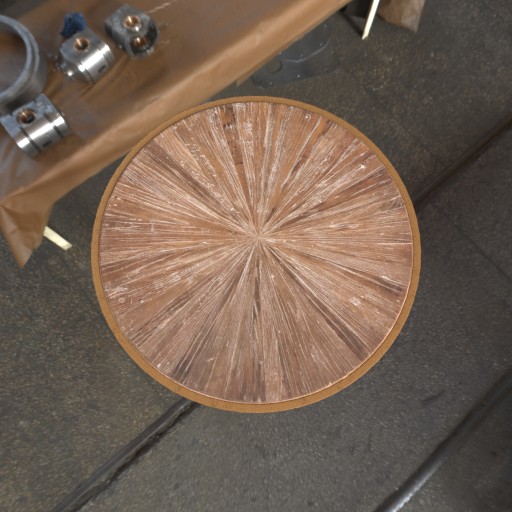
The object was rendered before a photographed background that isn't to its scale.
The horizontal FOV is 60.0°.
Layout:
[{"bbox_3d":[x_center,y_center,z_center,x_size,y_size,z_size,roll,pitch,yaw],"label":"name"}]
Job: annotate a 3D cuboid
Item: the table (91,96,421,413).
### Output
[{"bbox_3d":[0.000,0.000,1.542,1.001,0.409,1.001,0,75,0],"label":"table"}]
